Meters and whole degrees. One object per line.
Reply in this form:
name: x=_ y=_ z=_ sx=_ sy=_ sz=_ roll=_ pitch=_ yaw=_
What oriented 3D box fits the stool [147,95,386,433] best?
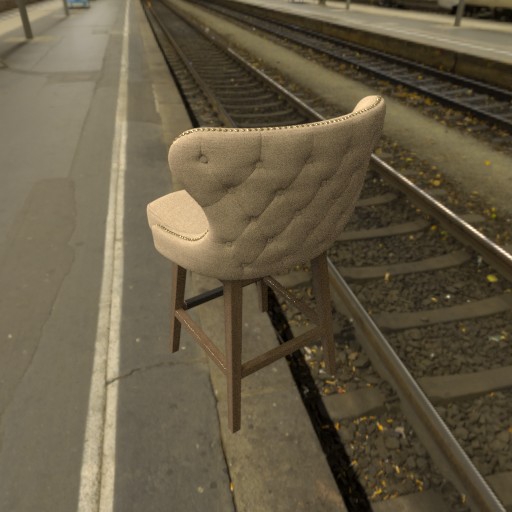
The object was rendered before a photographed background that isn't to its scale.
stool: x=0.000 y=0.000 z=1.386 sx=0.615 sy=0.972 sz=0.597 roll=-20 pitch=38 yaw=-29
